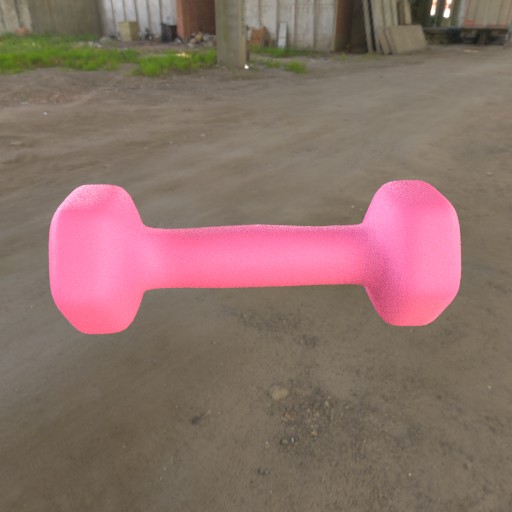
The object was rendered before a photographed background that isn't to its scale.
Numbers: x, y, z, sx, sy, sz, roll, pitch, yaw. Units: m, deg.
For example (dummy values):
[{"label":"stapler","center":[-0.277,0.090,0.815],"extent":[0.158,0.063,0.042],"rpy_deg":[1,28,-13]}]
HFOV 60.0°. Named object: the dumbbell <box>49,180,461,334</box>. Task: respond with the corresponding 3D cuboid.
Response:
[{"label":"dumbbell","center":[0.000,0.000,0.172],"extent":[0.146,0.053,0.058],"rpy_deg":[-1,29,-2]}]
